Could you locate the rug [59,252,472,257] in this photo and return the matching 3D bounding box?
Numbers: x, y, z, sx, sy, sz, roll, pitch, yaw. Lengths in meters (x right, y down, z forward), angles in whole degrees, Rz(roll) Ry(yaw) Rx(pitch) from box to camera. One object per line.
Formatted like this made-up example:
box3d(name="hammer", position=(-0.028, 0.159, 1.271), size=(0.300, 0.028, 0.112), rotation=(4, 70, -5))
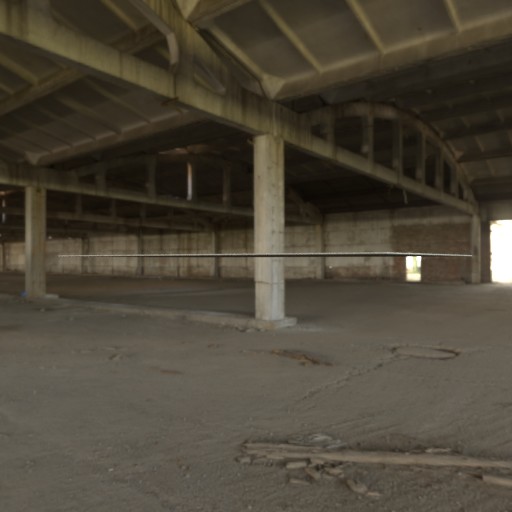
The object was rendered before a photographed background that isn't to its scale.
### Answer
box3d(name="rug", position=(0.000, 0.000, 3.051), size=(2.438, 0.008, 1.523), rotation=(0, -1, 37))
